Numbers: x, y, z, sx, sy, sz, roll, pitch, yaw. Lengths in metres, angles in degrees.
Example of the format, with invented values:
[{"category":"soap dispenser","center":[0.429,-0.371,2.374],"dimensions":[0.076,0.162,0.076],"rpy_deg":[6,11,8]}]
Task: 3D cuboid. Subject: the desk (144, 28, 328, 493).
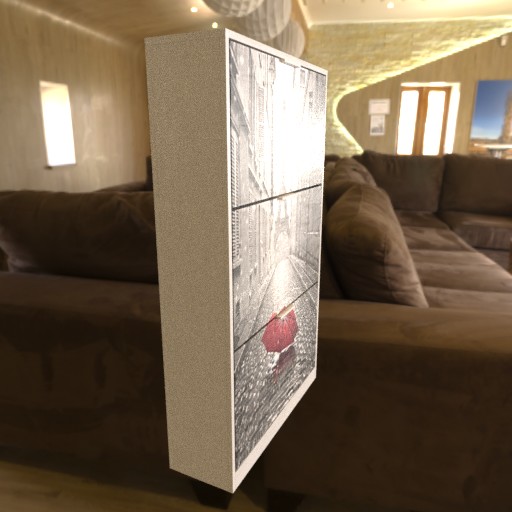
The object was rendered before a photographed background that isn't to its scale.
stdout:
[{"category":"desk","center":[0.000,0.000,1.545],"dimensions":[0.250,1.280,0.750],"rpy_deg":[7,17,26]}]
